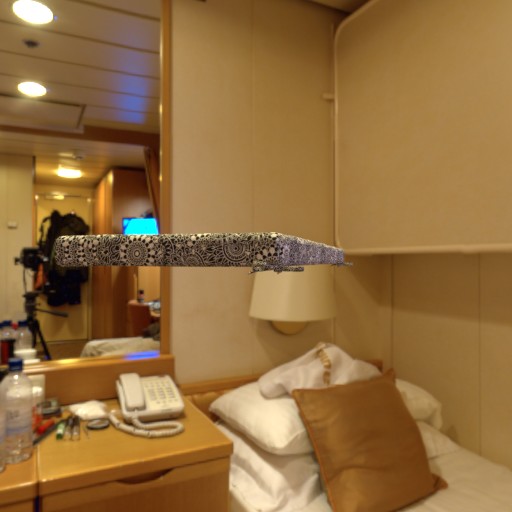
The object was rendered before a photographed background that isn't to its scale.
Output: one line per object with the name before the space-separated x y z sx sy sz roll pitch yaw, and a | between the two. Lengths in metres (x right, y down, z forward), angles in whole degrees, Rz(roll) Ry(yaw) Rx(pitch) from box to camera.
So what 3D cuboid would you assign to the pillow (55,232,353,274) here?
pillow | 0.000 0.000 1.334 0.492 0.081 1.187 0 -1 16
